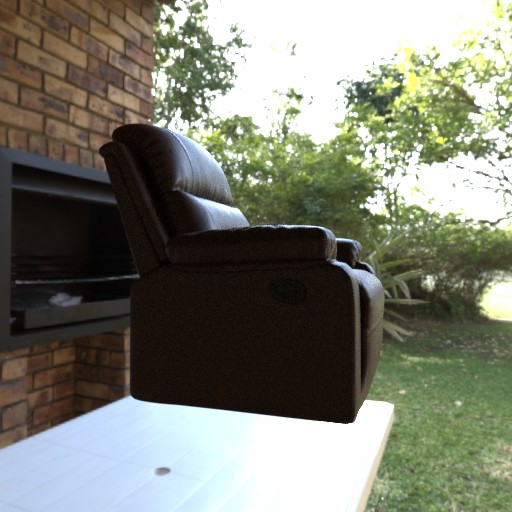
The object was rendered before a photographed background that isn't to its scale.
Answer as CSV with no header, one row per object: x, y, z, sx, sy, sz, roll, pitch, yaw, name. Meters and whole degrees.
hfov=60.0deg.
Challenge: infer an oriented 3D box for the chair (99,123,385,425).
0.000,0.000,1.680,0.919,0.992,0.855,0,-1,19,chair
